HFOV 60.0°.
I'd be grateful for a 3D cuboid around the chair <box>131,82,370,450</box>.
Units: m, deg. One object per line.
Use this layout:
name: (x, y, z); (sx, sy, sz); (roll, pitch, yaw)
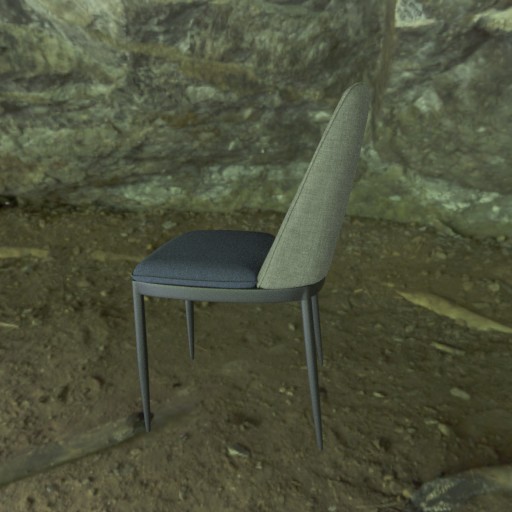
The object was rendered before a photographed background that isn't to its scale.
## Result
chair: (0.000, 0.000, 1.204); (0.550, 0.855, 0.488); (2, 14, 8)
